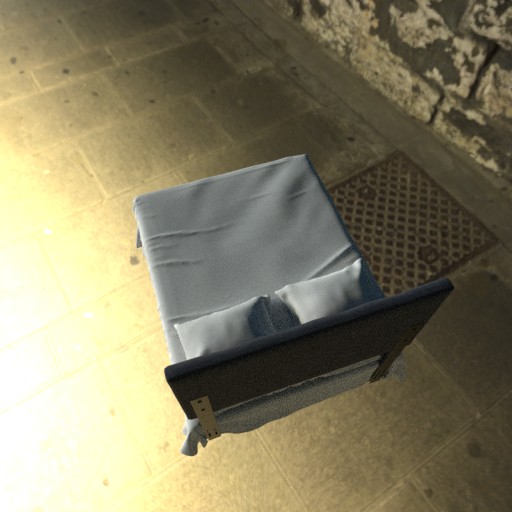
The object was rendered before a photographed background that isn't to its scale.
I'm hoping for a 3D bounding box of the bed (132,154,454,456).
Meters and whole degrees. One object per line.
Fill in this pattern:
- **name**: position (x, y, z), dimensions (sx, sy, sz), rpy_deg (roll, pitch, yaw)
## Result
- **bed**: position (0.000, 0.000, 3.468), dimensions (1.936, 1.577, 2.222), rpy_deg (-16, 59, -10)
